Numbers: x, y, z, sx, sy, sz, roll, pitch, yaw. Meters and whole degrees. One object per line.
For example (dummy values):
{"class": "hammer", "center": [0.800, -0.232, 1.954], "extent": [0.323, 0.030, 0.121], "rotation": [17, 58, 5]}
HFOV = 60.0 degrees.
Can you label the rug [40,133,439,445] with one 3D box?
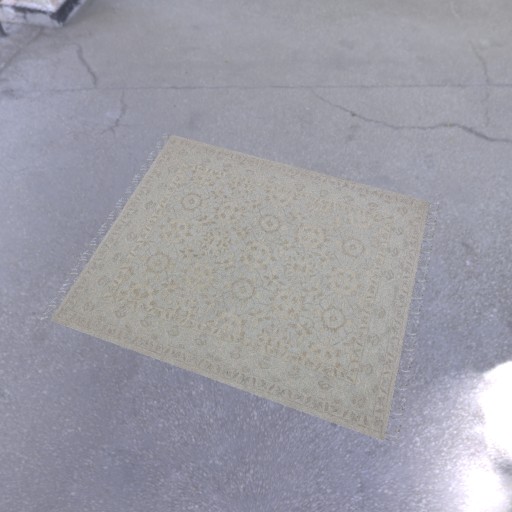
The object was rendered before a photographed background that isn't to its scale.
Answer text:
{"class": "rug", "center": [0.000, 0.000, 4.097], "extent": [3.043, 0.013, 2.444], "rotation": [17, 59, 10]}
